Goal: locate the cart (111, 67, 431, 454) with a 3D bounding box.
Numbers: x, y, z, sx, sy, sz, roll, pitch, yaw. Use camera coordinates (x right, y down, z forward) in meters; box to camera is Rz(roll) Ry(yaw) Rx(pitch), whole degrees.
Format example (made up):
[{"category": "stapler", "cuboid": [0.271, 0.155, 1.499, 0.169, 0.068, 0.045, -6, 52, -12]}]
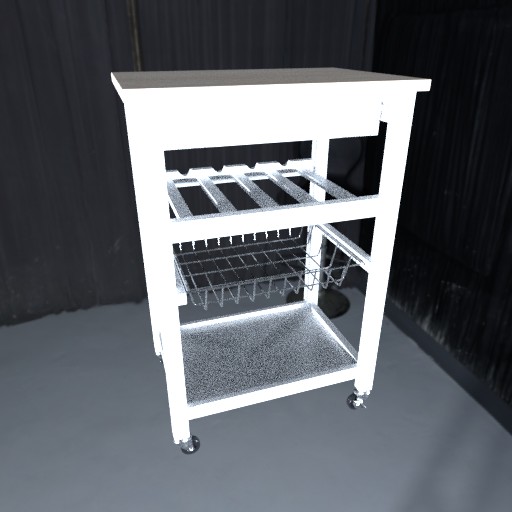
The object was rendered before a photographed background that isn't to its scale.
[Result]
[{"category": "cart", "cuboid": [0.000, 0.000, 1.134, 0.578, 0.857, 0.406, -8, 27, -17]}]
